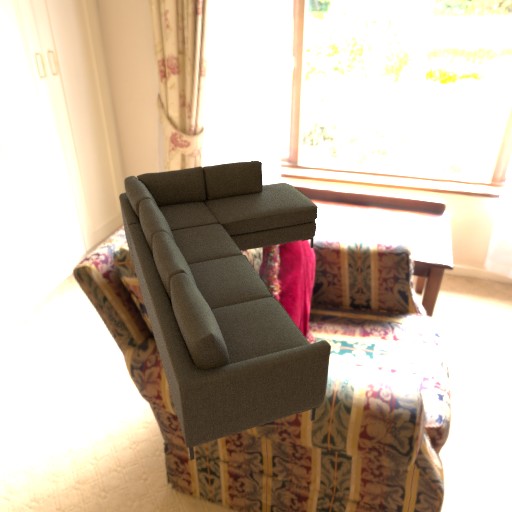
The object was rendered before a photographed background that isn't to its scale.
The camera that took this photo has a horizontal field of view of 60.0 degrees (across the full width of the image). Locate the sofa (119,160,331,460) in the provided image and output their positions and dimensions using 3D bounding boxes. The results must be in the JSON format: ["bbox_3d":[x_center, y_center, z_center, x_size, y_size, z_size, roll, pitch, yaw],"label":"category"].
[{"bbox_3d":[0.000,0.000,3.876,1.984,0.858,2.972,-11,31,-18],"label":"sofa"}]
